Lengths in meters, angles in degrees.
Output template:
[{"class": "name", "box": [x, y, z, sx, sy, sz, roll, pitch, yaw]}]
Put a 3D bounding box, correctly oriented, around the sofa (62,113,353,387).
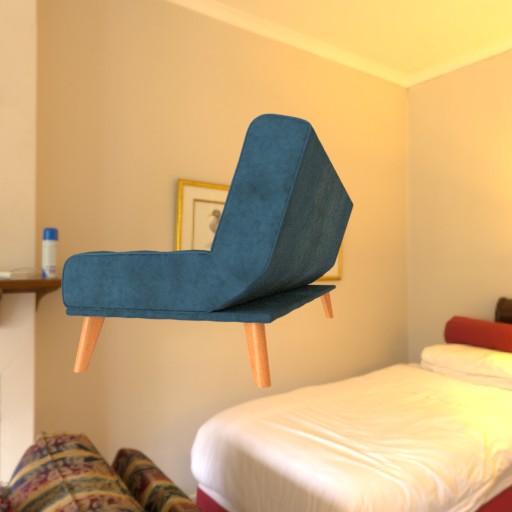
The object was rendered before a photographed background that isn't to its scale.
[{"class": "sofa", "box": [0.000, 0.000, 2.248, 0.855, 0.813, 1.804, 0, -1, 16]}]
